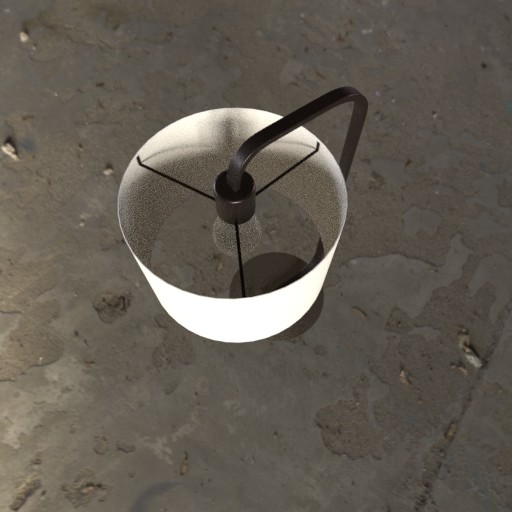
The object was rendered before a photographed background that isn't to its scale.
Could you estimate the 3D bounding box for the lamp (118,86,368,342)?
[{"bbox_3d":[0.000,0.000,0.613,0.288,0.473,0.230,-33,68,-15],"label":"lamp"}]
